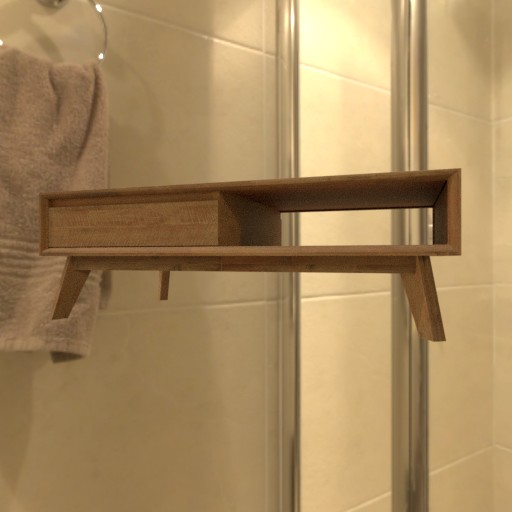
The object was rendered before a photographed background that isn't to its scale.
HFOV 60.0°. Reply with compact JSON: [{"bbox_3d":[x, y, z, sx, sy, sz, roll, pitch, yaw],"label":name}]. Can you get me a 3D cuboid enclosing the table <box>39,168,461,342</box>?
[{"bbox_3d":[0.000,0.000,2.031,1.619,0.531,0.918,0,0,19],"label":"table"}]
